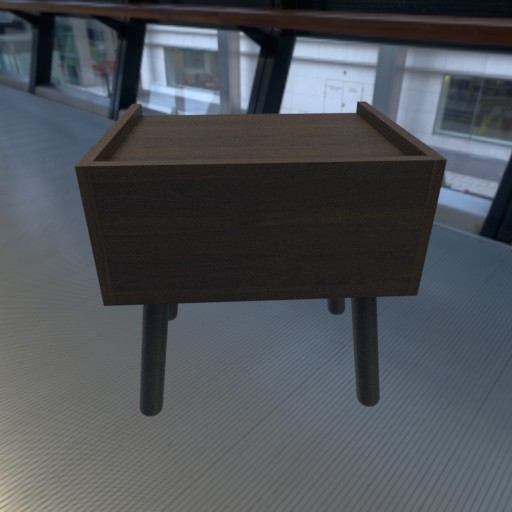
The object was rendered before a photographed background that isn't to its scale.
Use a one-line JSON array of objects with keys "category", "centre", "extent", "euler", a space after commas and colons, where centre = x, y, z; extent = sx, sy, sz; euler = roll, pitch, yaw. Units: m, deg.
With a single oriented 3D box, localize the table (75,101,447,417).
[{"category": "table", "centre": [0.000, 0.000, 0.811], "extent": [0.450, 0.470, 0.370], "euler": [-2, 30, -3]}]
